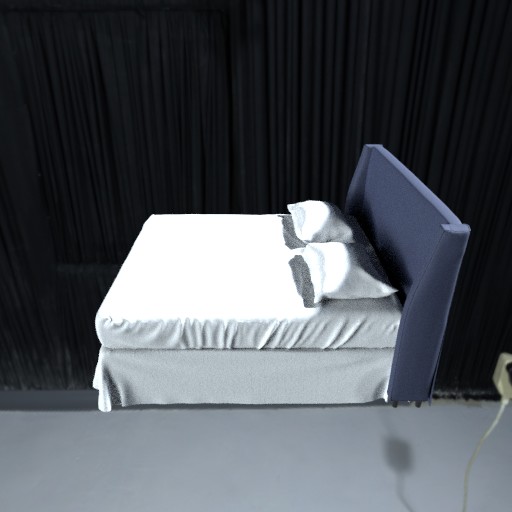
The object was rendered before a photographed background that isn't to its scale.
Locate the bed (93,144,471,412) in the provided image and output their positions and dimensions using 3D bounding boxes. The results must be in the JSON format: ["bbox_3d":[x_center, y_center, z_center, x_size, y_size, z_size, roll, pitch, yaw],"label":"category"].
[{"bbox_3d":[0.000,0.000,3.449,2.276,1.332,1.925,0,27,0],"label":"bed"}]
